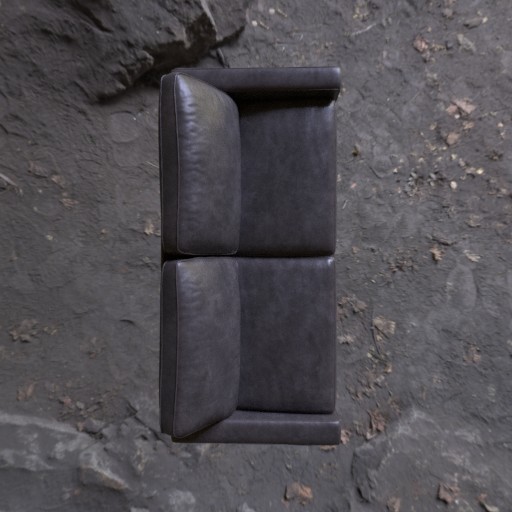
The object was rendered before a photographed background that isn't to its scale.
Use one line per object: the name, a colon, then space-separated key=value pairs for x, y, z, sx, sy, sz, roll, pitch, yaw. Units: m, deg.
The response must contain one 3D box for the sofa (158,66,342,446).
sofa: x=0.000 y=0.000 z=2.522 sx=0.939 sy=0.916 sz=2.081 roll=0 pitch=90 yaw=2
